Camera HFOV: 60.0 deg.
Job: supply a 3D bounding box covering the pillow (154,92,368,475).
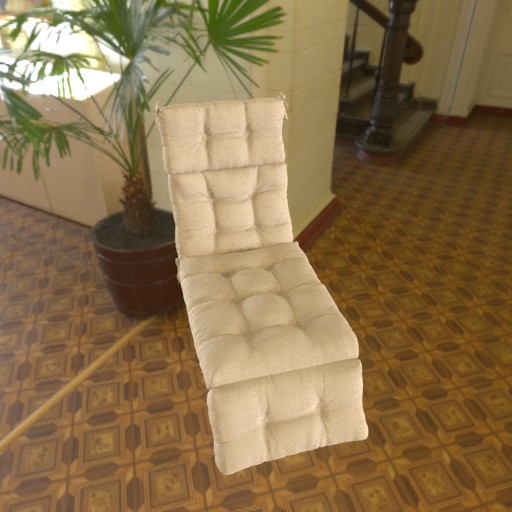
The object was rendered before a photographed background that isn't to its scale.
[{"bbox_3d":[0.000,0.000,1.520,0.526,0.863,1.016,-9,34,-13],"label":"pillow"}]
